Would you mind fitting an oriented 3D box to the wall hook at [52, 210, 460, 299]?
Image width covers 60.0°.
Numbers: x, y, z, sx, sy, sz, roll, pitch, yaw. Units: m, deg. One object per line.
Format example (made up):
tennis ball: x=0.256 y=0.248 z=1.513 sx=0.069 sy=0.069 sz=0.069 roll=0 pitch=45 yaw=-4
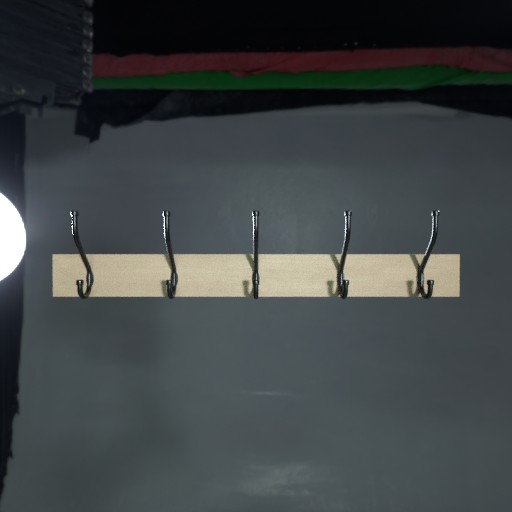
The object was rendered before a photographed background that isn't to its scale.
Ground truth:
wall hook: x=0.000 y=0.000 z=0.601 sx=0.571 sy=0.117 sz=0.071 roll=0 pitch=1 yaw=0
